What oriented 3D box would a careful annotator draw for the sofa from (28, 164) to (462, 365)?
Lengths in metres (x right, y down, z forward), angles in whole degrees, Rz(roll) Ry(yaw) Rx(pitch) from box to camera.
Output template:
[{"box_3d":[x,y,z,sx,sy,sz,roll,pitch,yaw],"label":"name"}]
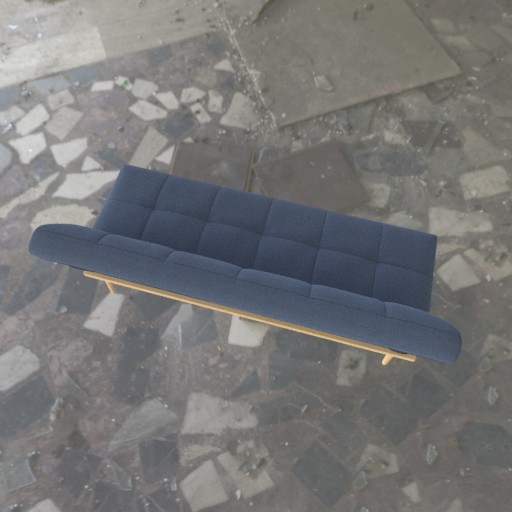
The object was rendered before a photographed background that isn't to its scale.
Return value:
[{"box_3d":[0.000,0.000,2.229,1.800,0.800,0.796,14,65,6],"label":"sofa"}]
